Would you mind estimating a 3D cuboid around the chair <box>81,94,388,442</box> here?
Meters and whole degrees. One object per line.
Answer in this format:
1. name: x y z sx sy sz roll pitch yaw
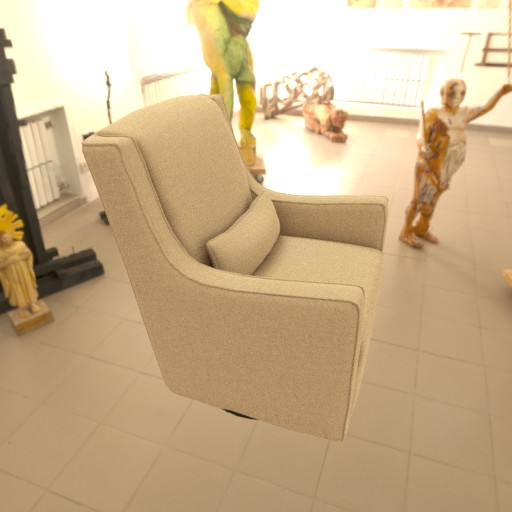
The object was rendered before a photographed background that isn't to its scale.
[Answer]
1. chair: 0.000 0.000 1.591 0.879 0.993 0.732 11 33 17
